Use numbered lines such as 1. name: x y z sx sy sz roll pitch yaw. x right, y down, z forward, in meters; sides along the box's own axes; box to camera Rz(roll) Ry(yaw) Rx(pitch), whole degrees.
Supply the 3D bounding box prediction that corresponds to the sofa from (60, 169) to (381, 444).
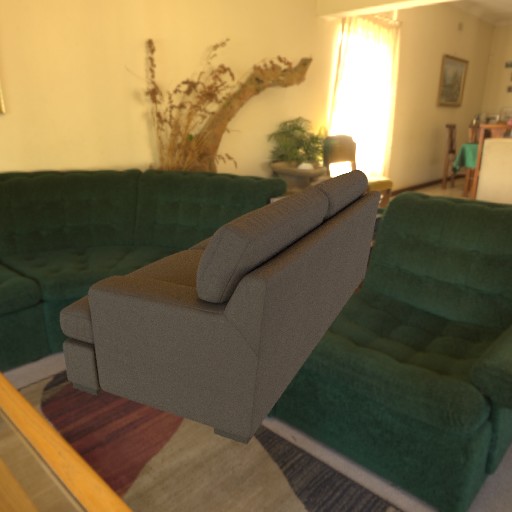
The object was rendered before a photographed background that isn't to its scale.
1. sofa: 0.000 0.000 2.853 1.140 0.950 2.271 8 19 24
